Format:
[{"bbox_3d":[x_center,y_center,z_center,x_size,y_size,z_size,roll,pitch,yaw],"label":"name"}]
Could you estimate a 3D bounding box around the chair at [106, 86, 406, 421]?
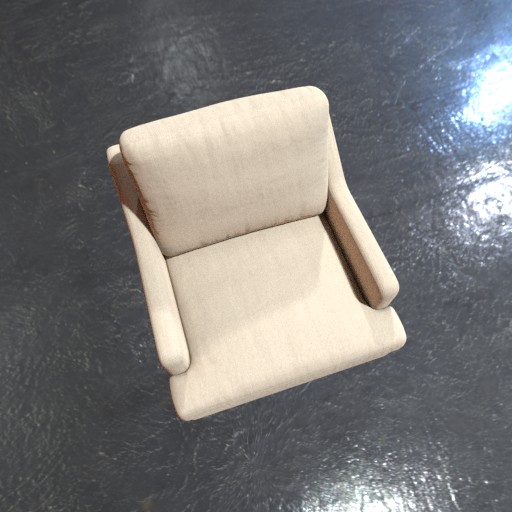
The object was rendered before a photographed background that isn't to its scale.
[{"bbox_3d":[0.000,0.000,1.758,0.912,0.916,1.001,-16,65,-8],"label":"chair"}]
